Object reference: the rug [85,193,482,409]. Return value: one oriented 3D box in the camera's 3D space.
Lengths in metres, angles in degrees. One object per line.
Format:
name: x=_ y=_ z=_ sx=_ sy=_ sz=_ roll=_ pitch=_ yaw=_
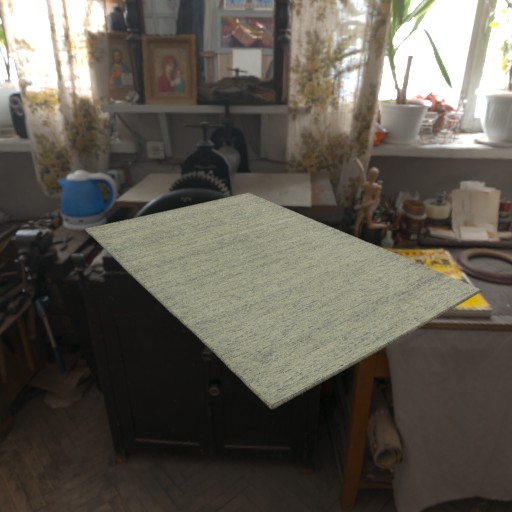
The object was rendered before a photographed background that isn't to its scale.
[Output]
rug: x=0.000 y=0.000 z=2.371 sx=1.243 sy=0.014 sz=1.846 roll=-18 pitch=31 yaw=-32
